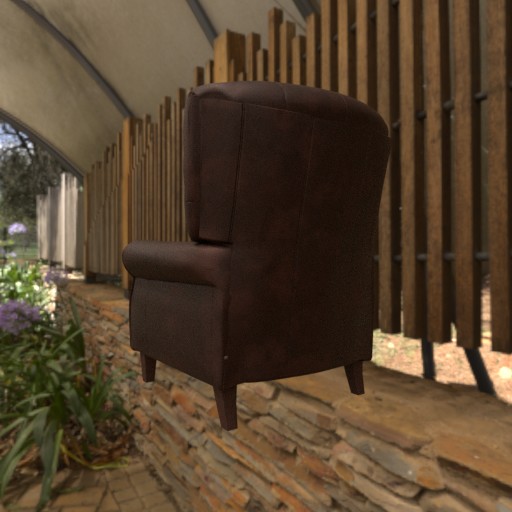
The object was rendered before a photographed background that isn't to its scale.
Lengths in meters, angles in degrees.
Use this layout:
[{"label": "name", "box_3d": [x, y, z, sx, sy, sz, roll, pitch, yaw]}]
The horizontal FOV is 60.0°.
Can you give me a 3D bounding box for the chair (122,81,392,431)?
[{"label": "chair", "box_3d": [0.000, 0.000, 1.904, 0.948, 1.158, 1.058, 0, 0, -36]}]
